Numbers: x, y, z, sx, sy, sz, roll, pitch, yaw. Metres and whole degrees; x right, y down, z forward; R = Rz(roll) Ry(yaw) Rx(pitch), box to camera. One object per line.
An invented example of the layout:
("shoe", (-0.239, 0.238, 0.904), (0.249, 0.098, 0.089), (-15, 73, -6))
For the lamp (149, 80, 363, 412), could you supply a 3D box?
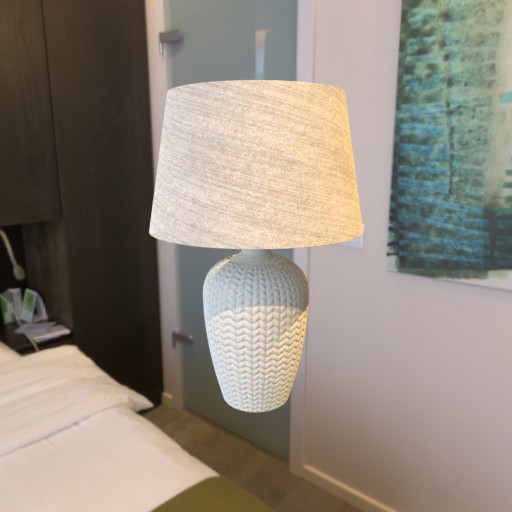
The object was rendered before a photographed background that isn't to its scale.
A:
("lamp", (0.000, 0.000, 0.842), (0.390, 0.580, 0.390), (0, 13, 0))
